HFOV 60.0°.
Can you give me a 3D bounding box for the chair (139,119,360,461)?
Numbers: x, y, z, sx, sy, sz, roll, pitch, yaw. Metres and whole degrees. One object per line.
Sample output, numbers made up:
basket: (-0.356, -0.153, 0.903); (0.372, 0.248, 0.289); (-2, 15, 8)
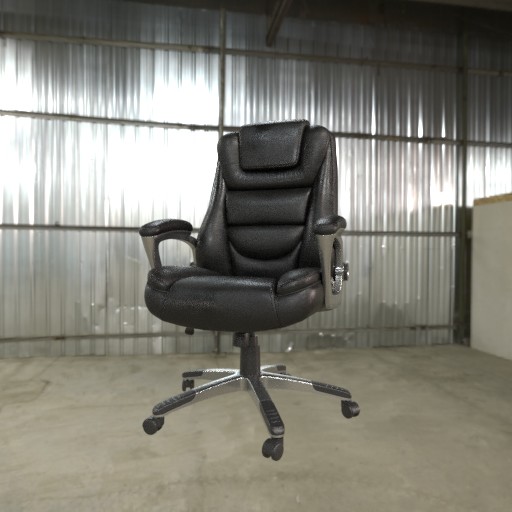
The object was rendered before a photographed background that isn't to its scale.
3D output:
chair: (0.000, 0.000, 1.527); (0.697, 1.075, 0.689); (0, 1, 19)
